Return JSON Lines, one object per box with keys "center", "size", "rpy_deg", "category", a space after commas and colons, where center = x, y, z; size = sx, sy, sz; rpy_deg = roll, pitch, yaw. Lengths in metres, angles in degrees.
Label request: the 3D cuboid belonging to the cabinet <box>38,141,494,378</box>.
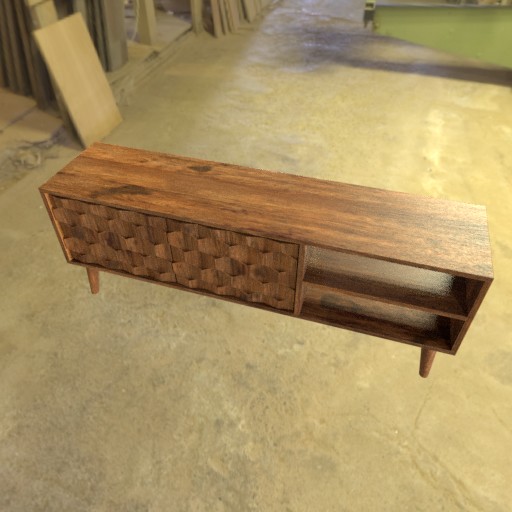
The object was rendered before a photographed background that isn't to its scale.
{"center": [0.000, 0.000, 1.649], "size": [1.448, 0.528, 0.349], "rpy_deg": [12, 43, 13], "category": "cabinet"}
